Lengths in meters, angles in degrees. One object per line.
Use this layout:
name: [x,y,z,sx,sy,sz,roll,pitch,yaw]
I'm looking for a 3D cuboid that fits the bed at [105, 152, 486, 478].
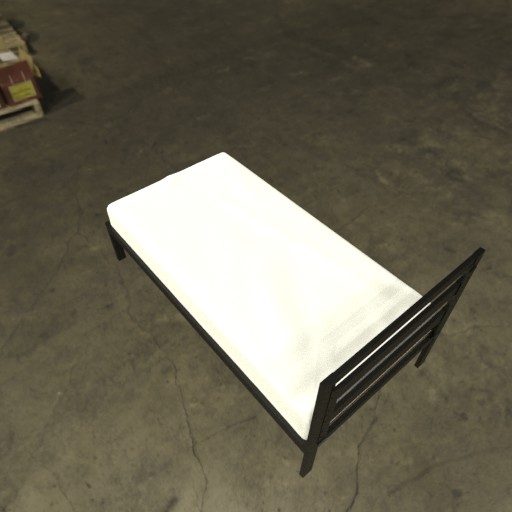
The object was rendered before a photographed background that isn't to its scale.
bed: [0.000,0.000,2.546,0.991,0.967,1.930,-32,55,-26]
